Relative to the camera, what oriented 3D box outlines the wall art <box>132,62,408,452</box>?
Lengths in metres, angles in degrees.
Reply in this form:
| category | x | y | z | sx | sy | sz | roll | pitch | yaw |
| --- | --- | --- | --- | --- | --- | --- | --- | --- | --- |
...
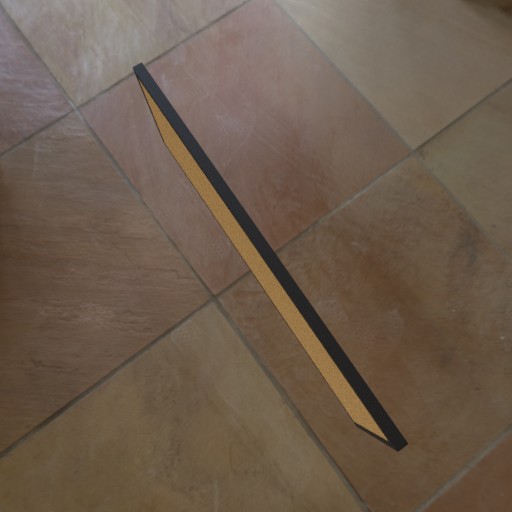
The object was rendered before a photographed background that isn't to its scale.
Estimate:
| category | x | y | z | sx | sy | sz | roll | pitch | yaw |
| --- | --- | --- | --- | --- | --- | --- | --- | --- | --- |
| wall art | 0.000 | 0.000 | 1.738 | 0.041 | 0.554 | 1.572 | -33 | 78 | -8 |
